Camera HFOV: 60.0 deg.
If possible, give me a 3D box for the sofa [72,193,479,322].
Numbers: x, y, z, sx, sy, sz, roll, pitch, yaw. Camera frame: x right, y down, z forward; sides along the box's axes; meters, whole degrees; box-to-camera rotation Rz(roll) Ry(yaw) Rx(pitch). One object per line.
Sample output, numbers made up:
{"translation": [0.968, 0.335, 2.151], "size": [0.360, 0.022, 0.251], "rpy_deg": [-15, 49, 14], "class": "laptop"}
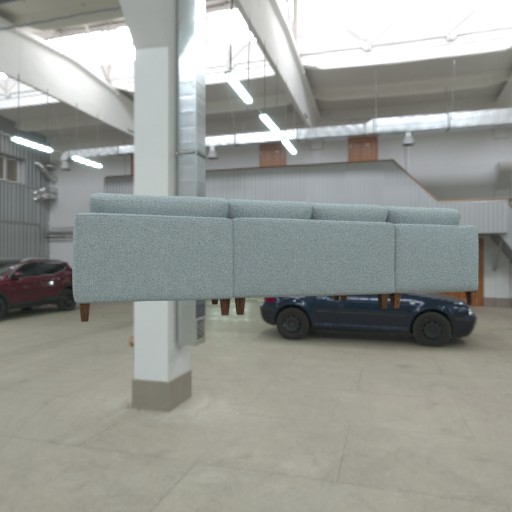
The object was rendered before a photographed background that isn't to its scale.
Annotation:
{"translation": [0.000, 0.000, 4.607], "size": [3.403, 0.889, 2.551], "rpy_deg": [0, 0, -19], "class": "sofa"}
